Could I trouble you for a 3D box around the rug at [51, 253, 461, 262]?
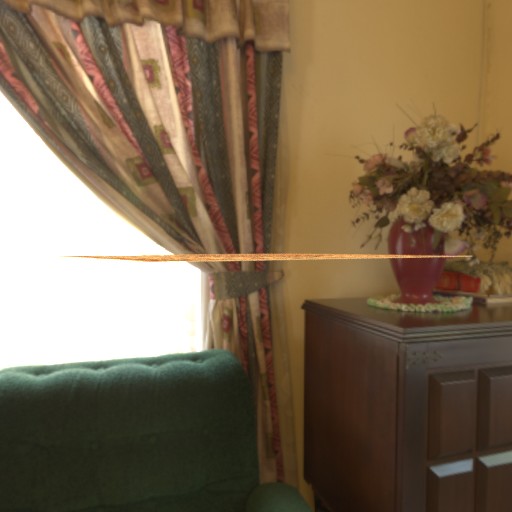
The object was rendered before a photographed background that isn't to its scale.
[{"bbox_3d":[0.000,0.000,4.119,3.067,0.005,2.454,-1,1,-35],"label":"rug"}]
